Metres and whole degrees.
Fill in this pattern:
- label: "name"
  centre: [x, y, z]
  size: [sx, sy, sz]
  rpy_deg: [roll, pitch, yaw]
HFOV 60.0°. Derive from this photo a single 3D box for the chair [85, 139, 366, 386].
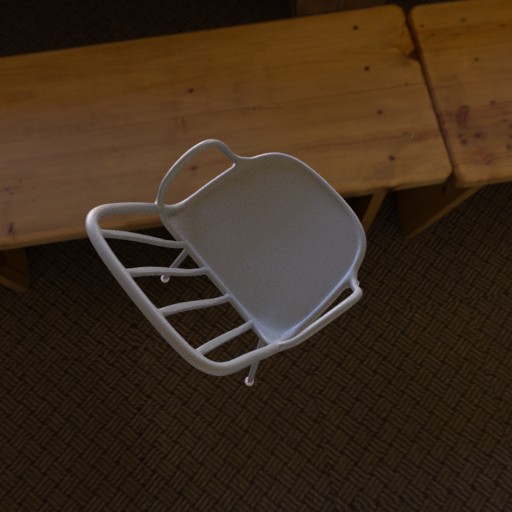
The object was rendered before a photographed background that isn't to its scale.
- label: "chair"
  centre: [0.000, 0.000, 1.241]
  size: [0.597, 0.816, 0.549]
  rpy_deg: [-39, 78, -10]
